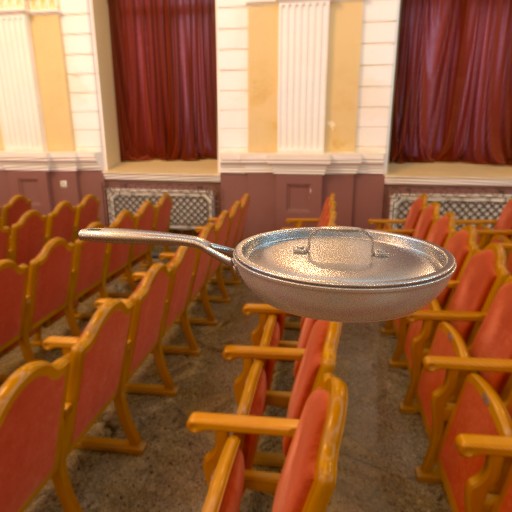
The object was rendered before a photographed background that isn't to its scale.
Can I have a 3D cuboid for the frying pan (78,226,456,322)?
[{"bbox_3d":[0.000,0.000,0.585,0.490,0.086,0.272,3,16,9],"label":"frying pan"}]
